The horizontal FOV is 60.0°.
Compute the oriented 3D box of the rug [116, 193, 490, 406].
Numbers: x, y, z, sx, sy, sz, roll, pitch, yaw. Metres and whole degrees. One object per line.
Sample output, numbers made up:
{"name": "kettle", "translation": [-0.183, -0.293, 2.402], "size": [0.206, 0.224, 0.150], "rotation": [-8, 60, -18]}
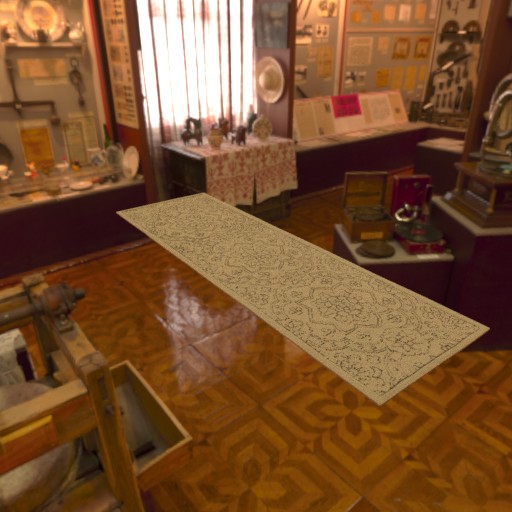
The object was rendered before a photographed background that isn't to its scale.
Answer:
{"name": "rug", "translation": [0.000, 0.000, 2.640], "size": [0.769, 0.012, 2.448], "rotation": [-19, 32, -33]}
